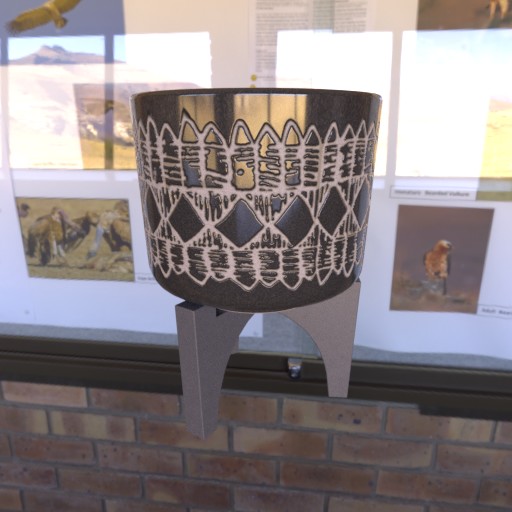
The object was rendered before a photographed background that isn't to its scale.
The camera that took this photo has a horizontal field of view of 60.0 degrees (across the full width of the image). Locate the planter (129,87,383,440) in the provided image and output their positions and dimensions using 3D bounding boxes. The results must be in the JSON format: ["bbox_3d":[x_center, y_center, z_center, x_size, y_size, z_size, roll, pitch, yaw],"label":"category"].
[{"bbox_3d":[0.000,0.000,0.391,0.196,0.264,0.196,-7,18,-23],"label":"planter"}]
